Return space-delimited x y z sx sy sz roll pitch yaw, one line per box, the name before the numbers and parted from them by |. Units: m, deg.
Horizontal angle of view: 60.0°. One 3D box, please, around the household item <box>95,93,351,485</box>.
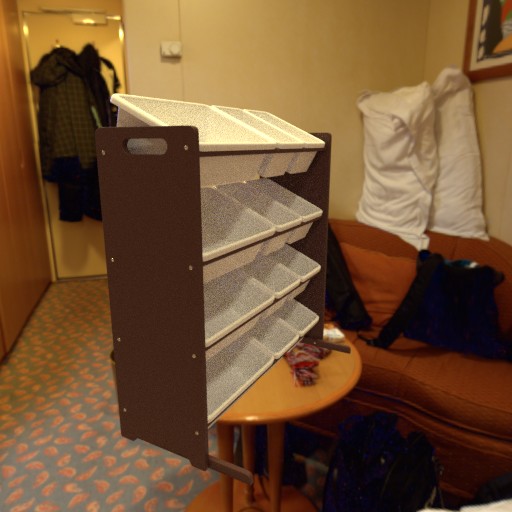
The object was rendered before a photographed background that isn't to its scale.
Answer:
household item | 0.000 0.000 1.314 0.389 0.864 0.787 8 16 28
